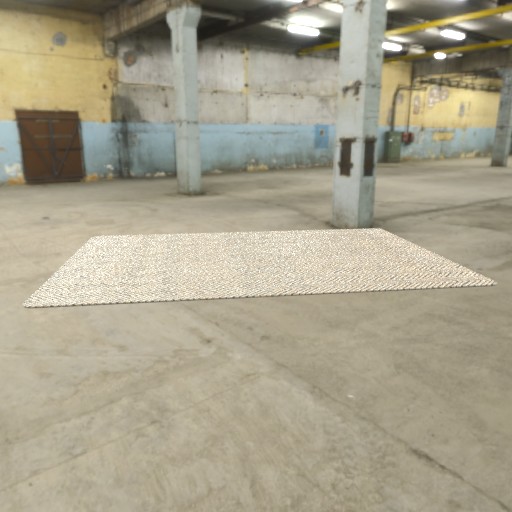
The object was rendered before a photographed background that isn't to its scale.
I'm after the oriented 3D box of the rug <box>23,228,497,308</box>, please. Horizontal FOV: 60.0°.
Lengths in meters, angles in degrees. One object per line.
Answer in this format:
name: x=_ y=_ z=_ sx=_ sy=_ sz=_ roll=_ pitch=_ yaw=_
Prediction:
rug: x=0.000 y=0.000 z=2.141 sx=1.752 sy=0.008 sz=1.144 roll=-2 pitch=15 yaw=-8
